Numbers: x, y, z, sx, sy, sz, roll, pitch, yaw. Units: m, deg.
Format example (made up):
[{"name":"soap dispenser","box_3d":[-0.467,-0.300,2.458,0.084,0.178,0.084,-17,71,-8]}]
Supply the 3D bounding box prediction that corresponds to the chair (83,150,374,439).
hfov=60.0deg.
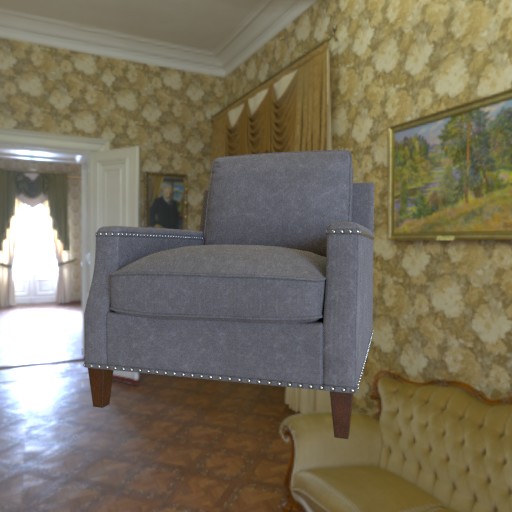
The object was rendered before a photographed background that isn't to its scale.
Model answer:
[{"name":"chair","box_3d":[0.000,0.000,1.718,0.853,0.948,1.014,0,1,17]}]
